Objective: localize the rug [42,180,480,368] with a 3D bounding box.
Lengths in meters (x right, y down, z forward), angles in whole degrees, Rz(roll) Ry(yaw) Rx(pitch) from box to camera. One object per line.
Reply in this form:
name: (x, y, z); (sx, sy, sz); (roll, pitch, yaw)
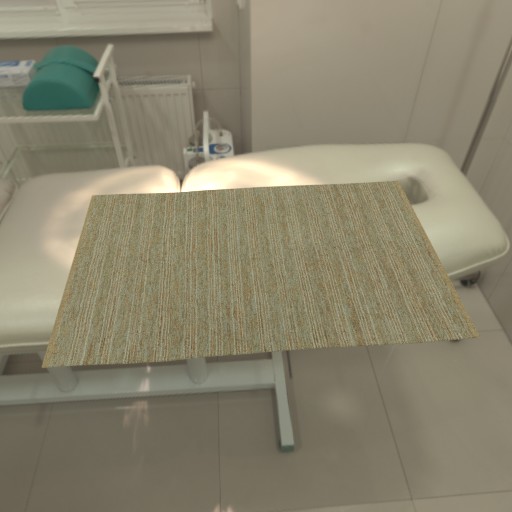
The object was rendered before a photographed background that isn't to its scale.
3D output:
rug: (0.000, 0.000, 2.997); (2.448, 0.012, 1.540); (-3, 45, -3)
